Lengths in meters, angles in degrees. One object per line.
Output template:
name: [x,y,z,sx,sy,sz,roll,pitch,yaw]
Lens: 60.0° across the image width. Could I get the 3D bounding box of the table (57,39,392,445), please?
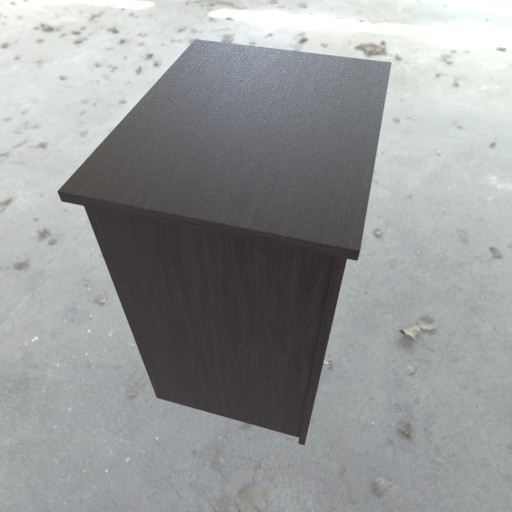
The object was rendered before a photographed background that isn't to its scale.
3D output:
table: [0.000,0.000,0.908,0.381,0.635,0.480,12,49,10]
